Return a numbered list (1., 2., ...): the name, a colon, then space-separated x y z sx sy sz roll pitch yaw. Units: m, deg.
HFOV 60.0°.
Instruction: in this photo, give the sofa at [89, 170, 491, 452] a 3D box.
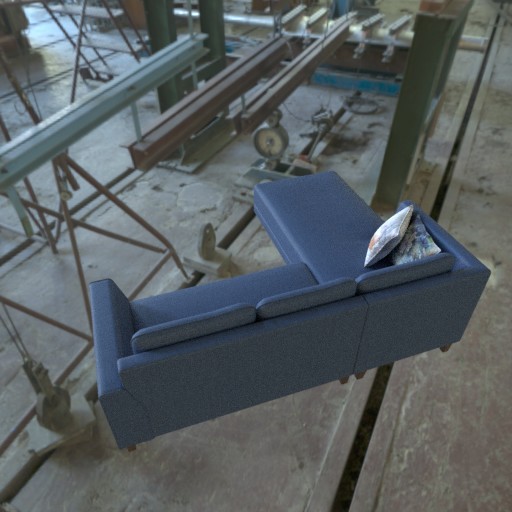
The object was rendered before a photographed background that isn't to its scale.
1. sofa: 0.000 0.000 3.019 2.120 0.787 1.829 -13 42 -15
